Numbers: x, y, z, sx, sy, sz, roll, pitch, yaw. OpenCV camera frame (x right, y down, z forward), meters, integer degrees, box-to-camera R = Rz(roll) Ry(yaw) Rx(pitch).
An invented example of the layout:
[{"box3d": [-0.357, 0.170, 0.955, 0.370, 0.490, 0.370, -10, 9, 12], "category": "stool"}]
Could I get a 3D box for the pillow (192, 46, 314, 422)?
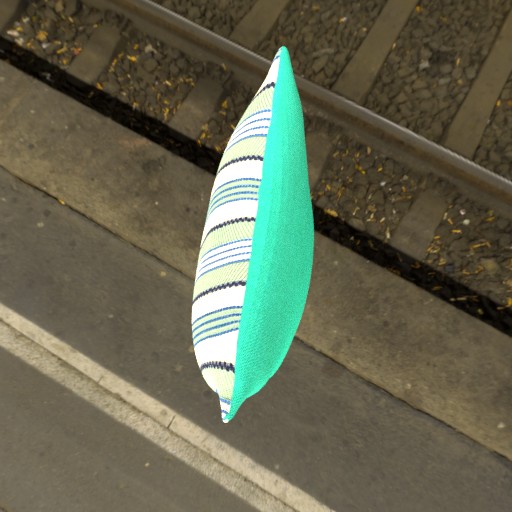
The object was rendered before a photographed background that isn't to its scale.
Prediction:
[{"box3d": [0.000, 0.000, 0.691, 0.182, 0.441, 0.440, 8, 77, 2], "category": "pillow"}]
